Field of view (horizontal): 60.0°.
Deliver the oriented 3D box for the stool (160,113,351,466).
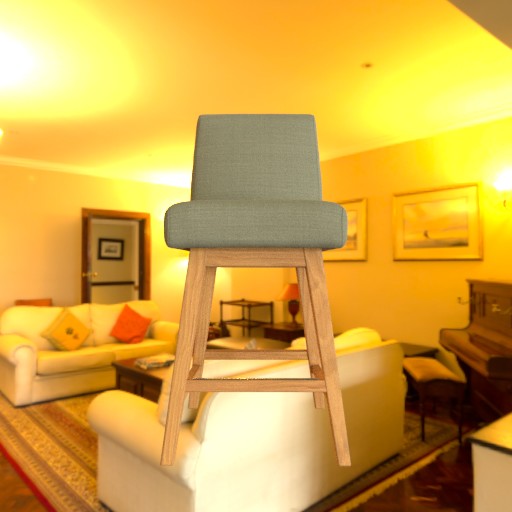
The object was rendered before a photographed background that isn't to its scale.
[{"bbox_3d":[0.000,0.000,1.320,0.459,1.019,0.570,0,-1,0],"label":"stool"}]
